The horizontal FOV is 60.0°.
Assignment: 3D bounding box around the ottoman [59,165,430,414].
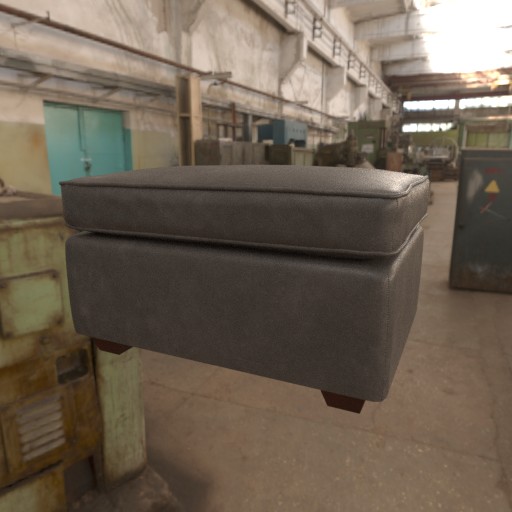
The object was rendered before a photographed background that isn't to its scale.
[{"bbox_3d":[0.000,0.000,1.108,0.756,0.445,0.554,6,14,25],"label":"ottoman"}]
